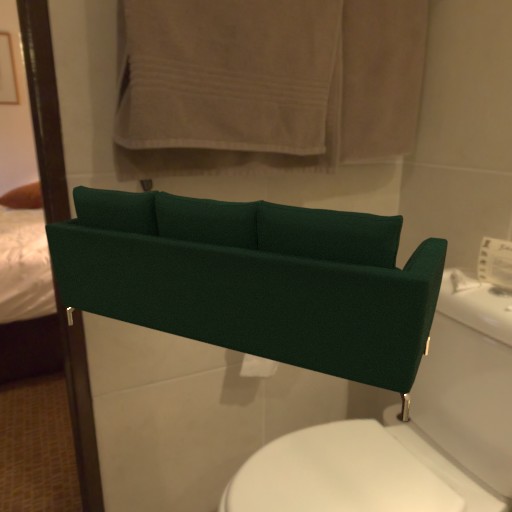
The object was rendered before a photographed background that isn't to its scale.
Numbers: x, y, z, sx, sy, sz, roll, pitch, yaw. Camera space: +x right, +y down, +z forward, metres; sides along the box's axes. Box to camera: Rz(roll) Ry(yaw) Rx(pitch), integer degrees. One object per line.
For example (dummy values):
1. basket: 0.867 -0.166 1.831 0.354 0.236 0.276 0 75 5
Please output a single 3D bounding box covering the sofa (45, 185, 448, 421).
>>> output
1. sofa: 0.000 0.000 3.121 2.441 1.007 1.489 8 18 26
